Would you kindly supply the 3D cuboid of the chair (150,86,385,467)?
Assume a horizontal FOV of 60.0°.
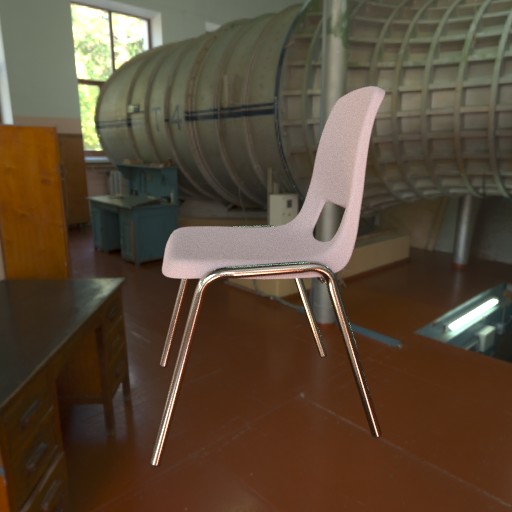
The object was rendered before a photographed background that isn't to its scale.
[{"bbox_3d":[0.000,0.000,0.906,0.436,0.653,0.381,-2,14,-9],"label":"chair"}]
